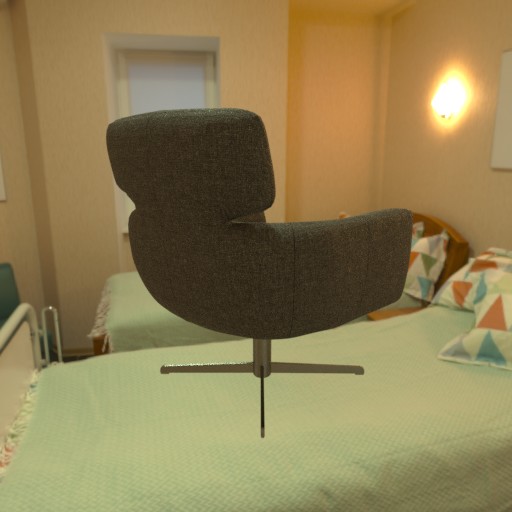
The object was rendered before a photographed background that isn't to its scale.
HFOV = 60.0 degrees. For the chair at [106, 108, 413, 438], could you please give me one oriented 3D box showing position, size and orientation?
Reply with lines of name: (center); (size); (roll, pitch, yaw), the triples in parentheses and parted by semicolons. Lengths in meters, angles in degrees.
chair: (0.000, 0.000, 1.351); (0.715, 0.812, 0.706); (-13, 19, -43)
